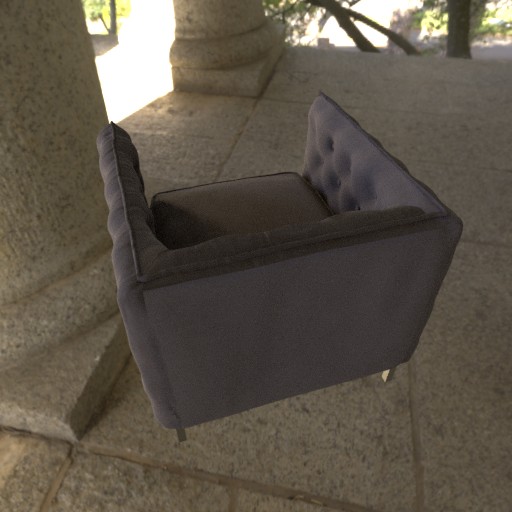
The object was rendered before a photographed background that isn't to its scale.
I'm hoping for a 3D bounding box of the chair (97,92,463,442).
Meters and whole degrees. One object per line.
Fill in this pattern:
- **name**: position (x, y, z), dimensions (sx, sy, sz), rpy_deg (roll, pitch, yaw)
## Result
- **chair**: position (0.000, 0.000, 1.623), dimensions (0.946, 0.807, 0.913), rpy_deg (-12, 43, -13)
